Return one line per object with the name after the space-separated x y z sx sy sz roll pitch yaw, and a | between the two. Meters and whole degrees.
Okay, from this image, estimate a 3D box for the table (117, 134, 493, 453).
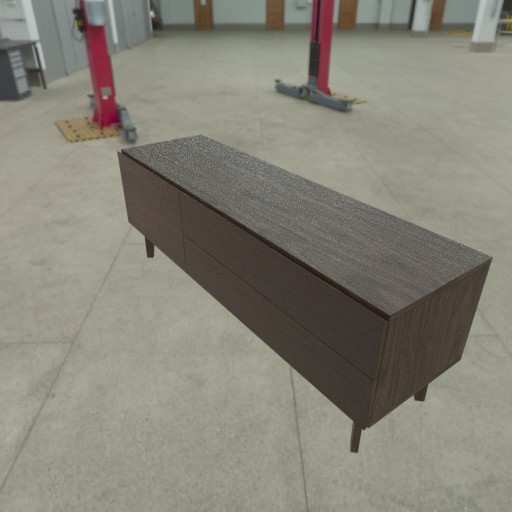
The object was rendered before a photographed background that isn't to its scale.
0.000 0.000 1.590 0.405 0.508 1.397 -20 36 -31 | table
